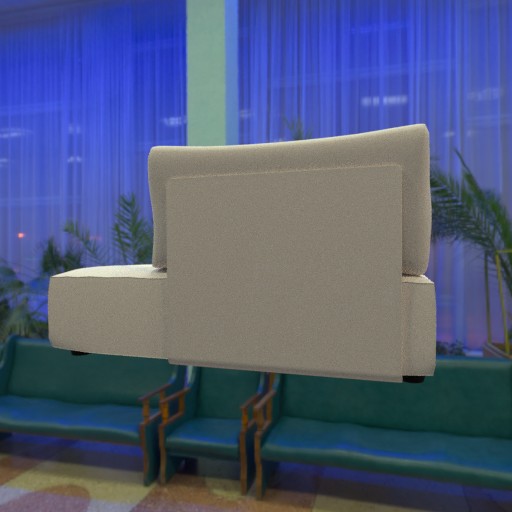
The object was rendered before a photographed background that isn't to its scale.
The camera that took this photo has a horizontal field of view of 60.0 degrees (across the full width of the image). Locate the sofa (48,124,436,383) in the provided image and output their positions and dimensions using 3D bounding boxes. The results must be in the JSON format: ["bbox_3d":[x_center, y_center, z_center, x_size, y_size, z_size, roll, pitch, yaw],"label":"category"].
[{"bbox_3d":[0.000,0.000,2.019,1.450,0.820,1.000,0,0,18],"label":"sofa"}]
